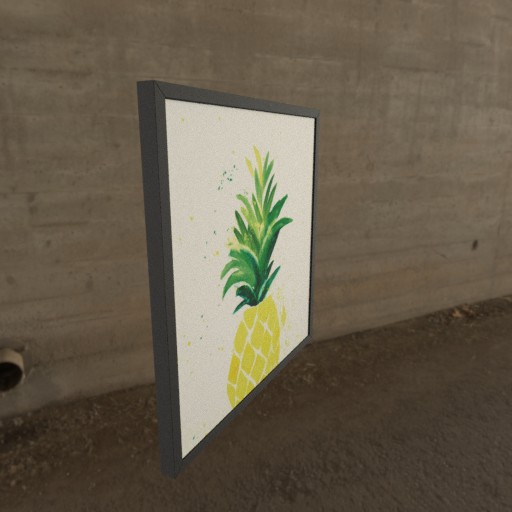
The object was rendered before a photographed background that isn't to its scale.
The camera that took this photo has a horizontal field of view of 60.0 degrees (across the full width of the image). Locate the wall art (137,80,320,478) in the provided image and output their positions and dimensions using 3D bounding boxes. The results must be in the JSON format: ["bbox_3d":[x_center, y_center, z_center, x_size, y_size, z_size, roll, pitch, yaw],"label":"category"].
[{"bbox_3d":[0.000,0.000,1.140,0.037,0.760,0.762,8,16,27],"label":"wall art"}]
